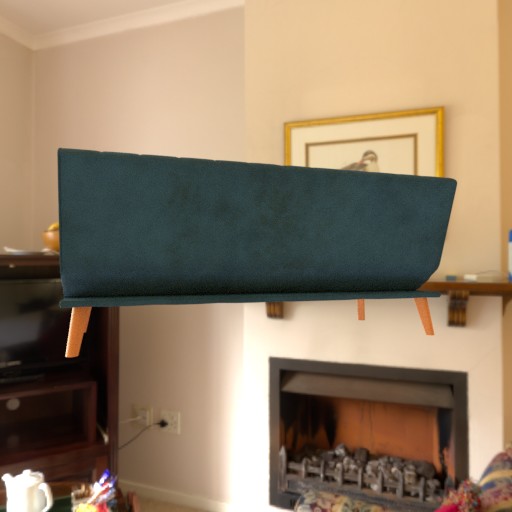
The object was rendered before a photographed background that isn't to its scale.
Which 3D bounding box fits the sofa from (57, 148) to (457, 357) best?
[{"bbox_3d":[0.000,0.000,2.285,1.804,0.813,0.855,0,-1,-18],"label":"sofa"}]
